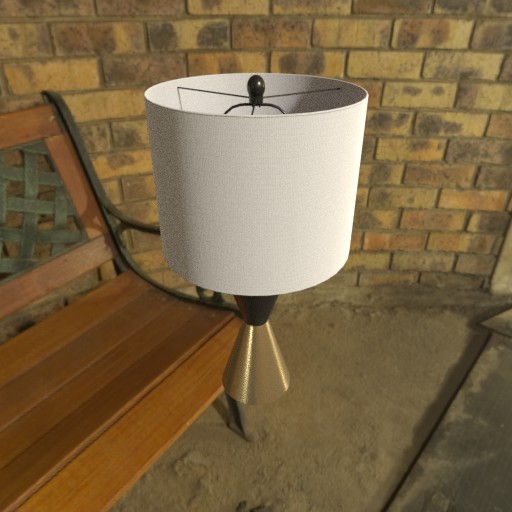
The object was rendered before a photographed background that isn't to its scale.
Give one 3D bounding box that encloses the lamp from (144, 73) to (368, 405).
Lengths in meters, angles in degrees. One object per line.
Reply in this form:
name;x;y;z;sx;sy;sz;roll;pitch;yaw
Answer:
lamp;0.000;0.000;0.749;0.304;0.573;0.304;2;31;3
